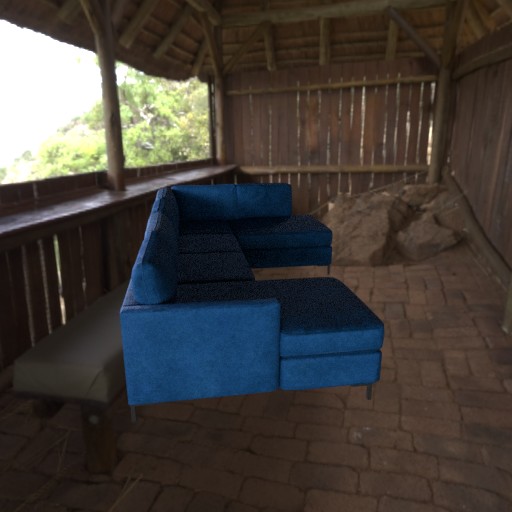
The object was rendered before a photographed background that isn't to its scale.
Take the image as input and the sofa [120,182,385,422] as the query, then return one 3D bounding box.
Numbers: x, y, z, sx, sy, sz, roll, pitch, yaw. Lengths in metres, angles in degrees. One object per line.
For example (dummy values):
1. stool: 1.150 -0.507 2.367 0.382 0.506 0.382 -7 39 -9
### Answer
1. sofa: 0.000 0.000 4.234 2.055 0.992 3.434 -3 17 -9
